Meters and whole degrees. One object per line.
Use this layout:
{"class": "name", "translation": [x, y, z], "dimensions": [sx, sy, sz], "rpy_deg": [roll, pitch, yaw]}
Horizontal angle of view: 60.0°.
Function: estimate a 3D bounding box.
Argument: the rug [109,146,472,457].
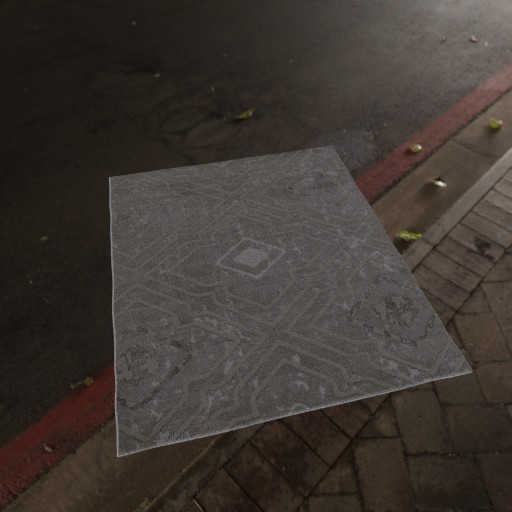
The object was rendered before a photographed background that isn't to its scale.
{"class": "rug", "translation": [0.000, 0.000, 0.861], "dimensions": [0.548, 0.006, 0.639], "rpy_deg": [-10, 49, -9]}
